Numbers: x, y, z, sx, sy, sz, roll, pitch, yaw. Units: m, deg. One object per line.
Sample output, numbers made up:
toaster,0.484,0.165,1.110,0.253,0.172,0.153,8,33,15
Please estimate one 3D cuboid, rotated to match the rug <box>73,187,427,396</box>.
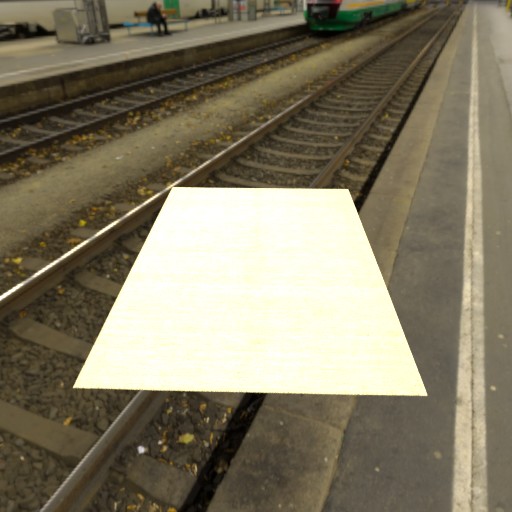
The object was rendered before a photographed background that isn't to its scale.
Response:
rug,0.000,0.000,2.349,1.250,0.015,1.850,1,31,1
